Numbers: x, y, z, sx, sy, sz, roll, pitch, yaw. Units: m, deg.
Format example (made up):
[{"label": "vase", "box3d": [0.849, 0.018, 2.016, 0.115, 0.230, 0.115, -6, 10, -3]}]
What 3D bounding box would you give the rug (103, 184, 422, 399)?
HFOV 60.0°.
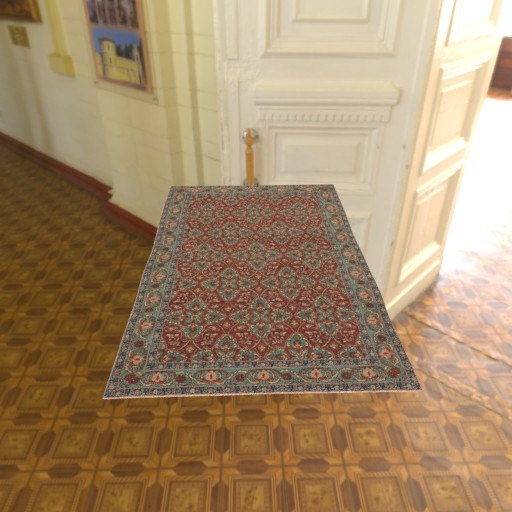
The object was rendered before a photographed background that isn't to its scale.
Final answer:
[{"label": "rug", "box3d": [0.000, 0.000, 3.129, 1.533, 0.011, 2.439, -1, 33, -1]}]
